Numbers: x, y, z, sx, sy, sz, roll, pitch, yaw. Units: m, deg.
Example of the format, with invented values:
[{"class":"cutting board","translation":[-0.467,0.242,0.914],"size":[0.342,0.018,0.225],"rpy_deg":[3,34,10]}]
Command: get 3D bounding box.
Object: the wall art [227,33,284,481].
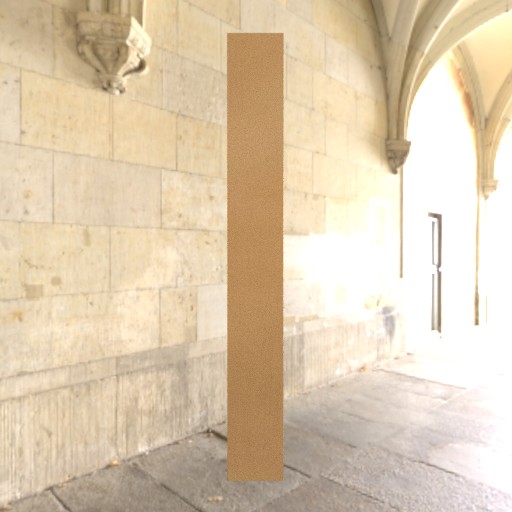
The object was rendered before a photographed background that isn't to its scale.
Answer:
[{"class":"wall art","translation":[0.000,0.000,0.452],"size":[0.038,0.303,0.305],"rpy_deg":[0,0,0]}]
